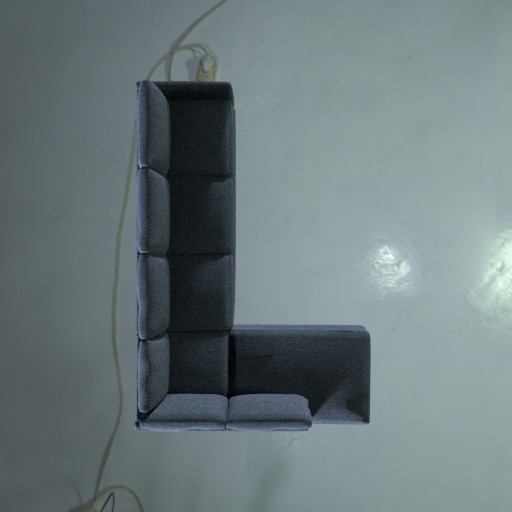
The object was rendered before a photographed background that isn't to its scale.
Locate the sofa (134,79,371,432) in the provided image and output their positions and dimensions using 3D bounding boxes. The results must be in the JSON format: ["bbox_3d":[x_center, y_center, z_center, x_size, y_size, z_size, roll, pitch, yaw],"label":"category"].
[{"bbox_3d":[0.000,0.000,3.855,2.007,0.815,2.949,0,90,0],"label":"sofa"}]
